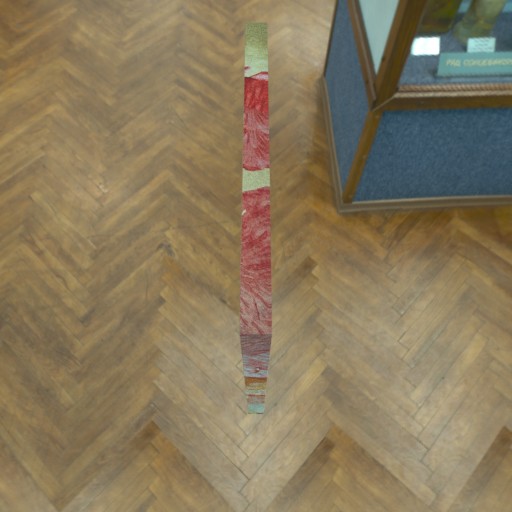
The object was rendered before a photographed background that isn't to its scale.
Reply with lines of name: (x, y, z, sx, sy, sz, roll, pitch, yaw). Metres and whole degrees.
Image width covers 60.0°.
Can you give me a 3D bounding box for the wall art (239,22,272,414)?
wall art: (0.000, 0.000, 0.696, 0.028, 0.508, 0.406, 0, 63, 0)
